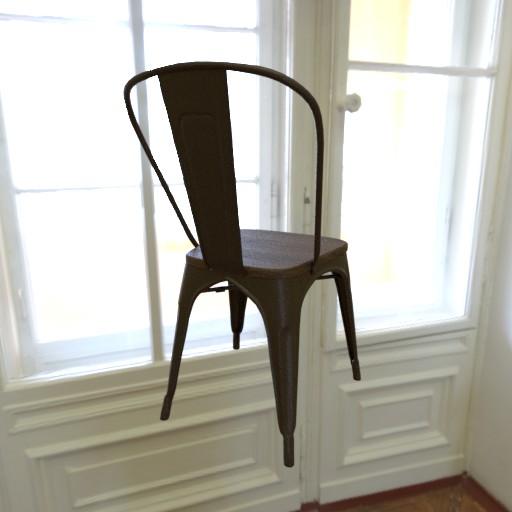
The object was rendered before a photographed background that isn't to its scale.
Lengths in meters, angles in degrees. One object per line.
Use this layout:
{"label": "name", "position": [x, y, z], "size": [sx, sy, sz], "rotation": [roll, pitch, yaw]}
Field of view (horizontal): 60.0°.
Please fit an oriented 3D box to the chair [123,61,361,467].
{"label": "chair", "position": [0.000, 0.000, 1.123], "size": [0.451, 0.844, 0.532], "rotation": [8, 17, 27]}
